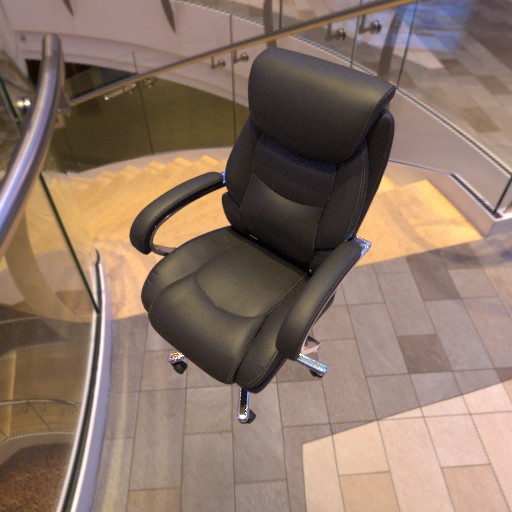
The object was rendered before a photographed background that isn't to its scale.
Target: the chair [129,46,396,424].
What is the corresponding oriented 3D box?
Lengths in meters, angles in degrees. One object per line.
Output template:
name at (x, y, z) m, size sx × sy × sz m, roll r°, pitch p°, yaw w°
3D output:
chair at (0.000, 0.000, 1.627) m, size 0.755 × 1.183 × 0.790 m, roll 31°, pitch 54°, yaw 26°
